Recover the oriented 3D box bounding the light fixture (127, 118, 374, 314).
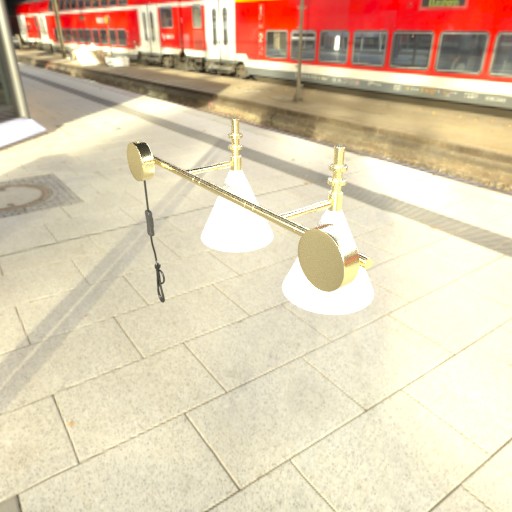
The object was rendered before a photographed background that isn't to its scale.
[{"bbox_3d":[0.000,0.000,0.852,0.239,0.468,0.642,-19,33,-32],"label":"light fixture"}]
